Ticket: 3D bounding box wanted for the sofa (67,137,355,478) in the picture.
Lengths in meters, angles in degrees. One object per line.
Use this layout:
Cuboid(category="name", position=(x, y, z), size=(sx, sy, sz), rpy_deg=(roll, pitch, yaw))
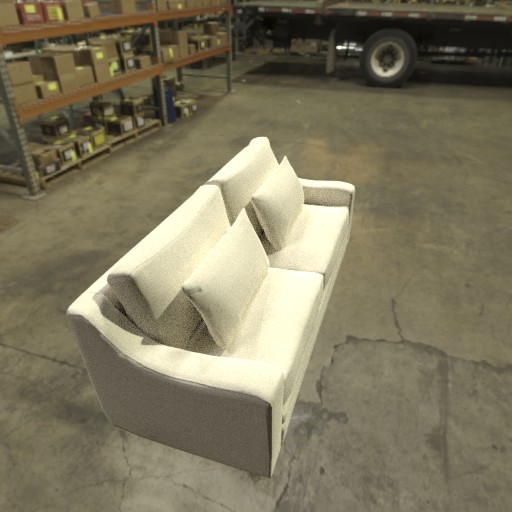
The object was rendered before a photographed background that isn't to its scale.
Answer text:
Cuboid(category="sofa", position=(0.000, 0.000, 3.020), size=(1.009, 1.022, 2.470), rpy_deg=(10, 34, 16))
